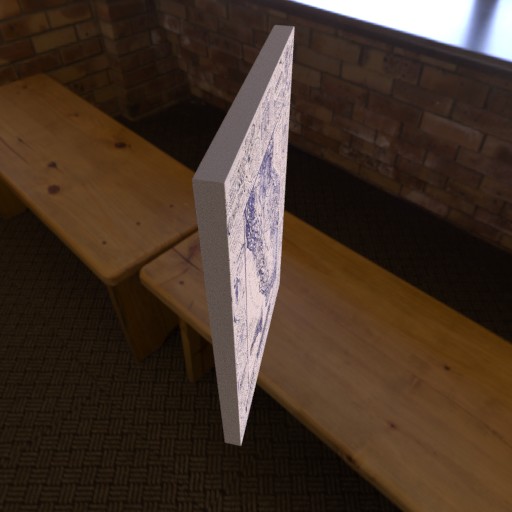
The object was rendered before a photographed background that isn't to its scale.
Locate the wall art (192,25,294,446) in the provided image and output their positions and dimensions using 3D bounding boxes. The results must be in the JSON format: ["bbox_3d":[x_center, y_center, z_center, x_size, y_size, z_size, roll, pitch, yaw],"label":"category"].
[{"bbox_3d":[0.000,0.000,0.945,0.039,0.753,0.511,9,46,9],"label":"wall art"}]
